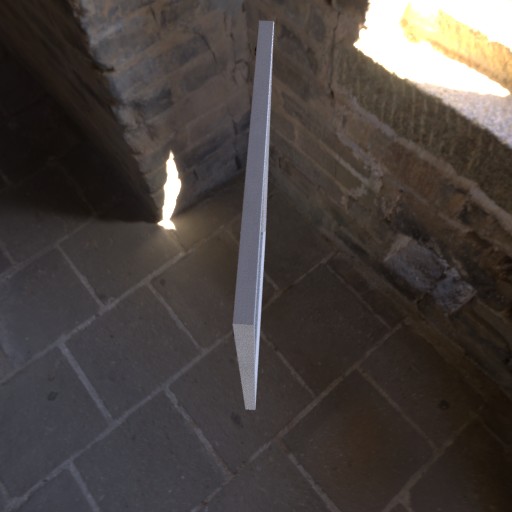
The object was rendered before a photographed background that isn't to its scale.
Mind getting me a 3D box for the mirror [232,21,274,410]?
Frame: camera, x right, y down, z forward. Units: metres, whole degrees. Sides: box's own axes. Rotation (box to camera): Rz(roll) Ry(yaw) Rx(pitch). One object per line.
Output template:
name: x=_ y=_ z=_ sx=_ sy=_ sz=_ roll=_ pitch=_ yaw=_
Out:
mirror: x=0.000 y=0.000 z=1.354 sx=0.041 sy=1.016 sz=0.762 roll=3 pitch=63 yaw=2
